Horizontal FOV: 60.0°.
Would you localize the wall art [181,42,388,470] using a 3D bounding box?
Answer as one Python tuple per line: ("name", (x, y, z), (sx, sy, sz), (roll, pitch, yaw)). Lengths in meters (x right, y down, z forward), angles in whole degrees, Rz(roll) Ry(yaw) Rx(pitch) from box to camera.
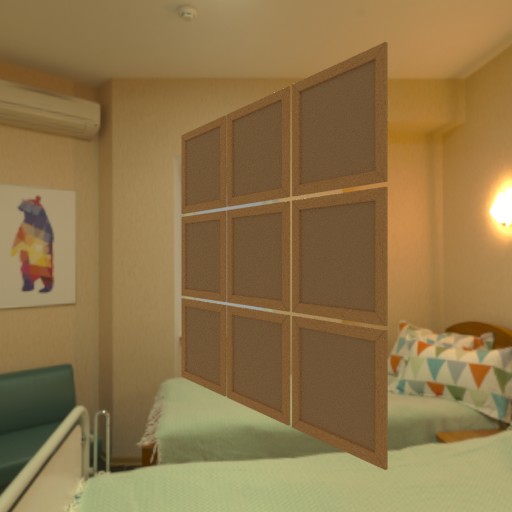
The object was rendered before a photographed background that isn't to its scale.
("wall art", (0.000, 0.000, 2.166), (0.014, 1.507, 1.519), (0, 0, -37))
